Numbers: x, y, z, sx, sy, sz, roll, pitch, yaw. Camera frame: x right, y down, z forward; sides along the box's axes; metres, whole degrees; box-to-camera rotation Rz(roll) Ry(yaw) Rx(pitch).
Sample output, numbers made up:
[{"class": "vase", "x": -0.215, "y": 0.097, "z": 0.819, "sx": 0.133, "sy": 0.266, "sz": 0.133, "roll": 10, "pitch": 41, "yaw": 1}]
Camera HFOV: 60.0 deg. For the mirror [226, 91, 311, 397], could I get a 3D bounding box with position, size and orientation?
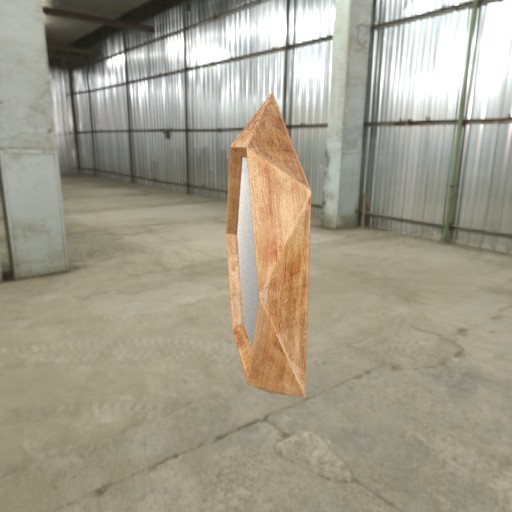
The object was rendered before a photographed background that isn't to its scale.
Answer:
[{"class": "mirror", "x": 0.000, "y": 0.000, "z": 1.111, "sx": 0.091, "sy": 0.779, "sz": 0.675, "roll": -2, "pitch": 14, "yaw": -9}]
